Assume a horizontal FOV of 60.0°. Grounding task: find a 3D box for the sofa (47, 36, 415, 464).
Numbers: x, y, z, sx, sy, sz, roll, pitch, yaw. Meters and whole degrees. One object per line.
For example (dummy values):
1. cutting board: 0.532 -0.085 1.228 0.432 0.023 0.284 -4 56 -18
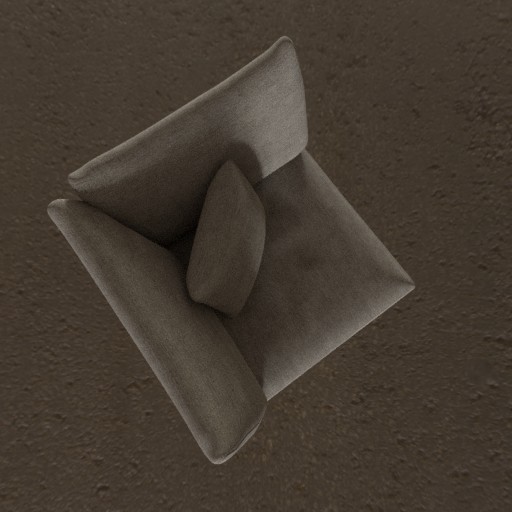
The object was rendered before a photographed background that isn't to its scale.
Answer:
1. sofa: 0.000 0.000 1.733 1.000 0.820 1.000 -35 80 -7
